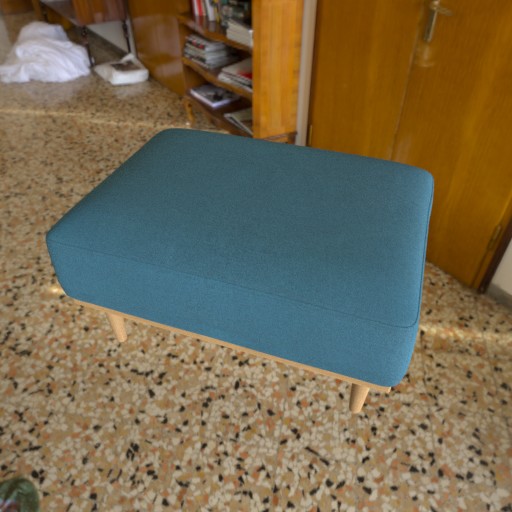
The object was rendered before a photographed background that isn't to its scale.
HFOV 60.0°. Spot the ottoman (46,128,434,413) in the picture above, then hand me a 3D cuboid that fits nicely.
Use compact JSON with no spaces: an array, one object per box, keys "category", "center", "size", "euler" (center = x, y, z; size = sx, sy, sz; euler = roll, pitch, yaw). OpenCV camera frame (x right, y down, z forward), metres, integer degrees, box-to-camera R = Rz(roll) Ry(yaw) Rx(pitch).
[{"category":"ottoman","center":[0.000,0.000,1.082],"size":[0.749,0.428,0.549],"euler":[13,42,14]}]
